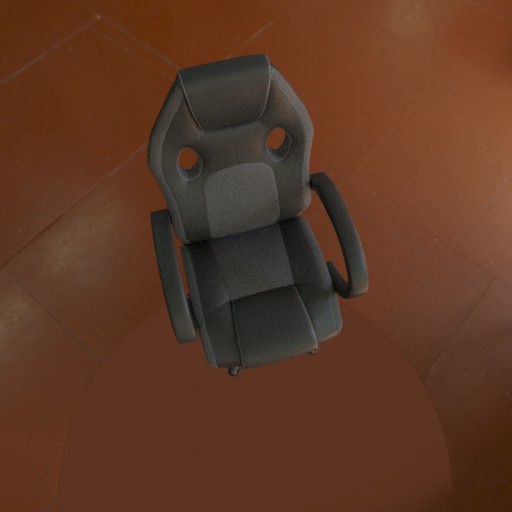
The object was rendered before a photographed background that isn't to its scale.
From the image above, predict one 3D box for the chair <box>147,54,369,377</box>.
[{"bbox_3d":[0.000,0.000,1.626,0.673,1.187,0.724,-14,66,-6],"label":"chair"}]
